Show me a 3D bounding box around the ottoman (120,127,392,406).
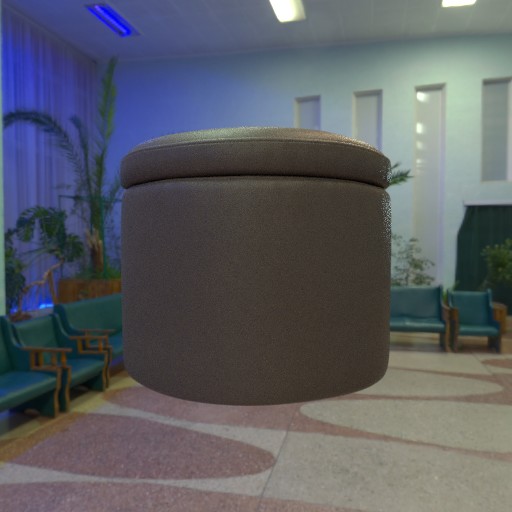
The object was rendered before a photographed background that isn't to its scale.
[{"bbox_3d":[0.000,0.000,0.857,0.500,0.409,0.500,0,2,0],"label":"ottoman"}]
